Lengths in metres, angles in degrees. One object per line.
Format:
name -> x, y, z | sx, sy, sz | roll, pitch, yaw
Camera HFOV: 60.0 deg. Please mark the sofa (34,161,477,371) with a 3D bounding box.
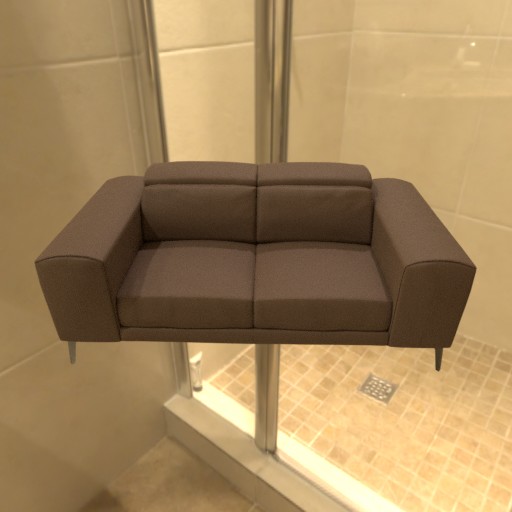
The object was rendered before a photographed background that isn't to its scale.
sofa -> 0.000, 0.000, 2.393 | 1.895, 0.779, 1.003 | 1, 30, 1
